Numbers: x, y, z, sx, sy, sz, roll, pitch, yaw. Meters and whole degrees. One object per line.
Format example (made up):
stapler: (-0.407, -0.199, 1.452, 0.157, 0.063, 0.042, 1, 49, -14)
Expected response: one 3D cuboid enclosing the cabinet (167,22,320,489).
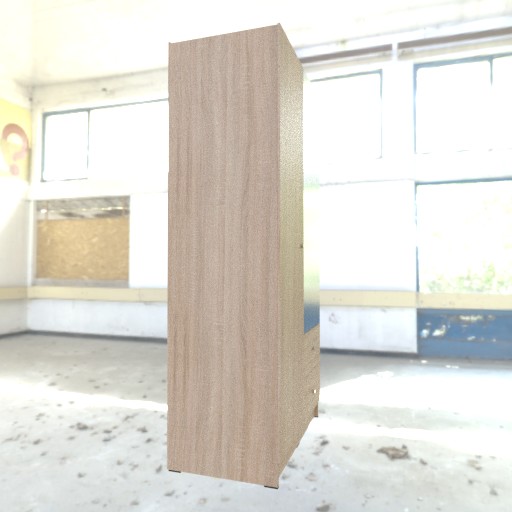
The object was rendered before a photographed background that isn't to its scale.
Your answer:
cabinet: (0.000, 0.000, 2.573, 0.590, 2.121, 1.001, 0, -1, 18)
